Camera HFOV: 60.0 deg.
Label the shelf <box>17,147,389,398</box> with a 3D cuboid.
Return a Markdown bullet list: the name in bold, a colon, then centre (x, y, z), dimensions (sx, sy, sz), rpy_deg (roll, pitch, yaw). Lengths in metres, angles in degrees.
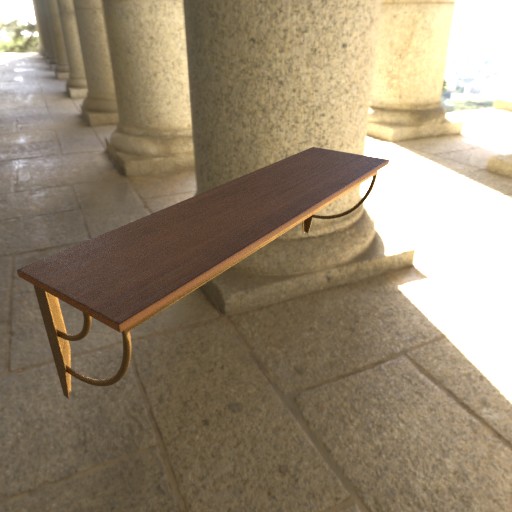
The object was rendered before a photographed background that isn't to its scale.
- **shelf**: centre (0.000, 0.000, 0.697), dimensions (0.166, 0.190, 0.636), rpy_deg (19, 33, 31)
